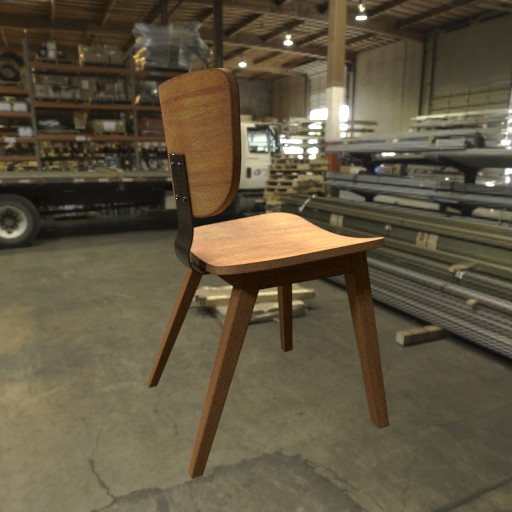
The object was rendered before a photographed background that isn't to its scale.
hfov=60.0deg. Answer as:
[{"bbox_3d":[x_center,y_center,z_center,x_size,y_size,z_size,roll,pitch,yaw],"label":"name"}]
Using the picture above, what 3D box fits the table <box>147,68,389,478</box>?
[{"bbox_3d":[0.000,0.000,1.113,0.500,0.805,0.499,-6,15,-25],"label":"table"}]
